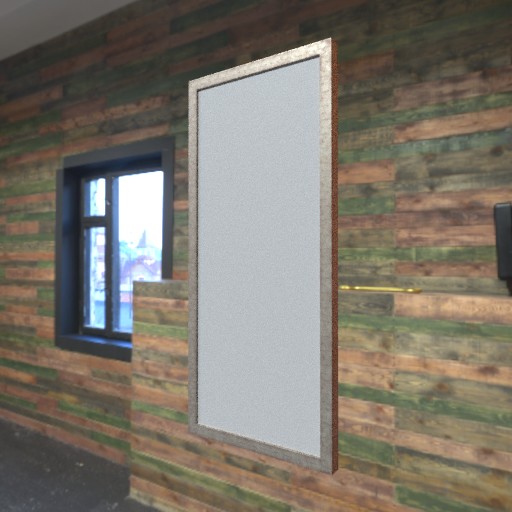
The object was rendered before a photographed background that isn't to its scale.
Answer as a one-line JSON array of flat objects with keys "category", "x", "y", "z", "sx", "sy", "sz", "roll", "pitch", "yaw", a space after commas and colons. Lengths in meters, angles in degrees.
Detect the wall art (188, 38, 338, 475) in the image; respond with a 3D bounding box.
[{"category": "wall art", "x": 0.000, "y": 0.000, "z": 1.682, "sx": 0.648, "sy": 1.461, "sz": 0.051, "roll": 0, "pitch": -1, "yaw": 34}]
